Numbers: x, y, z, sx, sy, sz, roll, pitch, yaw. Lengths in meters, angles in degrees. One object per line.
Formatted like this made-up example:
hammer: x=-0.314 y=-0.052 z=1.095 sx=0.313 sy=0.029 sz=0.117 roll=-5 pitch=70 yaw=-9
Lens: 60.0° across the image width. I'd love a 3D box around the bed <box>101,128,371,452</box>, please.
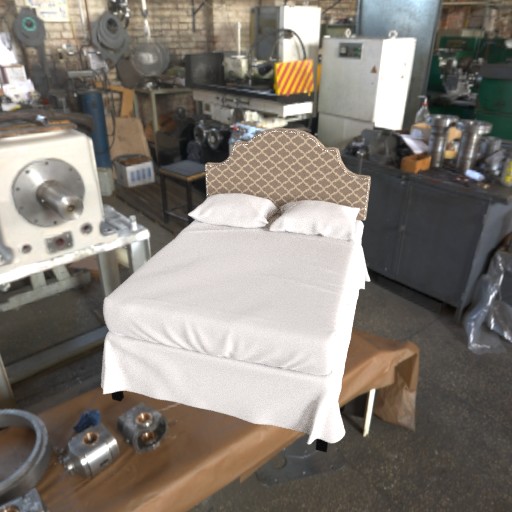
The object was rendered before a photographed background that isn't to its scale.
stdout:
bed: x=0.000 y=0.000 z=3.522 sx=1.780 sy=1.633 sz=2.222 roll=8 pitch=28 yaw=15
